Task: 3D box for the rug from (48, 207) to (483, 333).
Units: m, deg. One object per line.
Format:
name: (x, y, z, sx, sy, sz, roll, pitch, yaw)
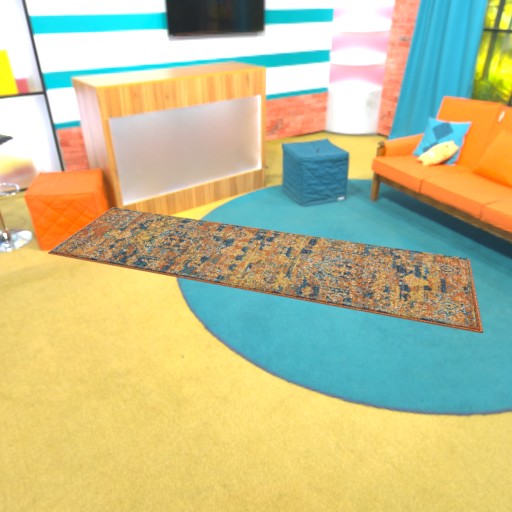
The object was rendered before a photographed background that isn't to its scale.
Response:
rug: (0.000, 0.000, 2.481, 2.274, 0.016, 0.651, 9, 32, 15)
